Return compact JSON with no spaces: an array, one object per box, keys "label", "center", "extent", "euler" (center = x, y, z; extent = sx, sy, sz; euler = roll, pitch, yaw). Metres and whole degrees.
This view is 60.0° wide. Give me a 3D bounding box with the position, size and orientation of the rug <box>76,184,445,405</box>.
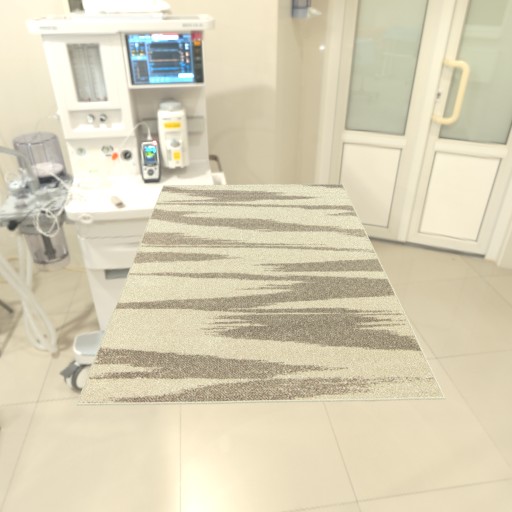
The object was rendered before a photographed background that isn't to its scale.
[{"label":"rug","center":[0.000,0.000,2.233],"extent":[1.225,0.008,1.827],"euler":[-1,32,-1]}]
